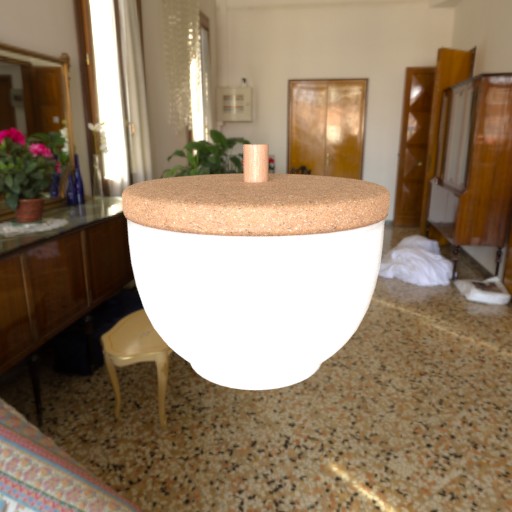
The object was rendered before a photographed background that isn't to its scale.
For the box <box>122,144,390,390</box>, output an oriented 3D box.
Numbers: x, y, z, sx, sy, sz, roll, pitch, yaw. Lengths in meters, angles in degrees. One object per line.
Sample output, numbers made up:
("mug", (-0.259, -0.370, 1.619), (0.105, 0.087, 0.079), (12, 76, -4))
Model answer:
("box", (0.000, 0.000, 0.192), (0.107, 0.094, 0.107), (0, 15, 0))
